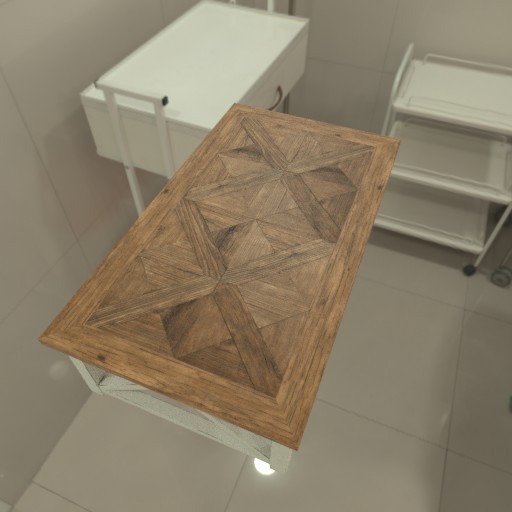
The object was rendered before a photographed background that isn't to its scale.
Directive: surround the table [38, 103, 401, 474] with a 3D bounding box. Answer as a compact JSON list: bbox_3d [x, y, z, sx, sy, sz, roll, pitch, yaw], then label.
[{"bbox_3d":[0.000,0.000,1.768,0.800,0.410,1.400,17,51,14],"label":"table"}]
